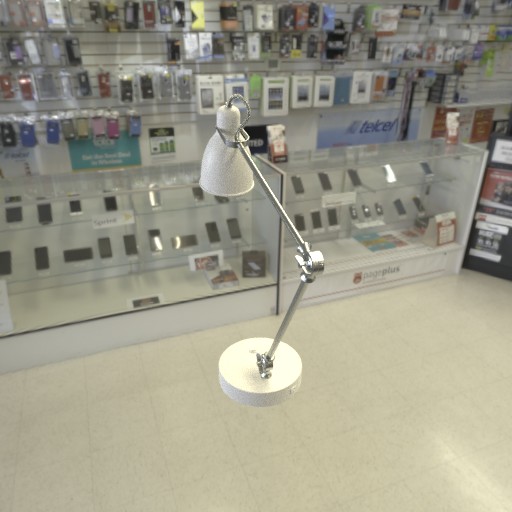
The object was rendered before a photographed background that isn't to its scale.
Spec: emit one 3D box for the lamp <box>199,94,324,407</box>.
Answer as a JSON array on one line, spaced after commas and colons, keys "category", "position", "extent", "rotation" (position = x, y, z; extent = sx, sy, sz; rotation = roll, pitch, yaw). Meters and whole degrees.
[{"category": "lamp", "position": [0.000, 0.000, 0.904], "extent": [0.187, 0.587, 0.561], "rotation": [-9, 28, -16]}]
